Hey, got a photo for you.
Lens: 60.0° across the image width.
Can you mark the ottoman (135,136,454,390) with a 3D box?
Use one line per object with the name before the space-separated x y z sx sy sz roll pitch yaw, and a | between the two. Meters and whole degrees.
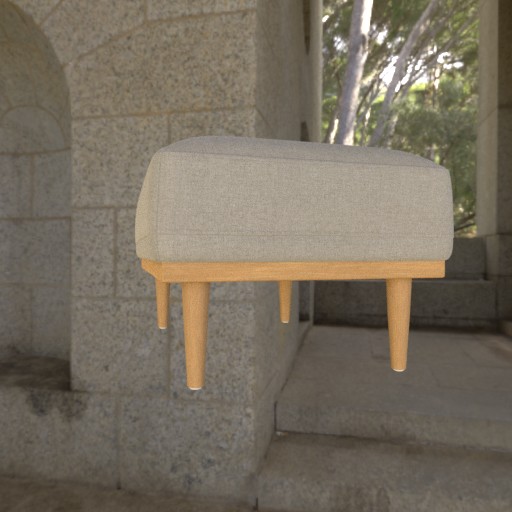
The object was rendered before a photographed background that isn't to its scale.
ottoman | 0.000 0.000 1.071 0.549 0.428 0.749 0 0 -17
